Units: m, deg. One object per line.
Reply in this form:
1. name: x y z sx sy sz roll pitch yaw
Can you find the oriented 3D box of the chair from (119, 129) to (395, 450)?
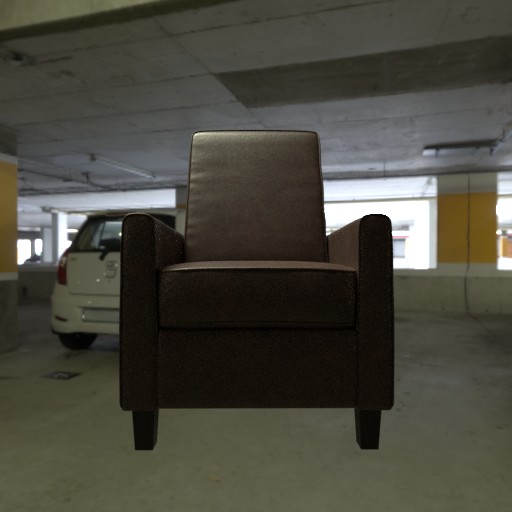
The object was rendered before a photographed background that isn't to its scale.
1. chair: 0.000 0.000 1.483 0.705 1.013 0.746 0 0 0
